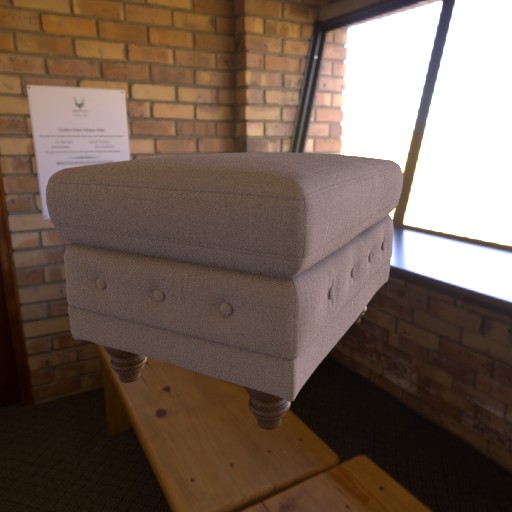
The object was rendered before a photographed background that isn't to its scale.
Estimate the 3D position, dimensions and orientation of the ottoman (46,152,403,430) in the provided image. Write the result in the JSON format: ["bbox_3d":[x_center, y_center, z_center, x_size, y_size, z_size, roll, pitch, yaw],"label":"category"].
[{"bbox_3d":[0.000,0.000,1.110,0.569,0.500,0.771,8,16,27],"label":"ottoman"}]
